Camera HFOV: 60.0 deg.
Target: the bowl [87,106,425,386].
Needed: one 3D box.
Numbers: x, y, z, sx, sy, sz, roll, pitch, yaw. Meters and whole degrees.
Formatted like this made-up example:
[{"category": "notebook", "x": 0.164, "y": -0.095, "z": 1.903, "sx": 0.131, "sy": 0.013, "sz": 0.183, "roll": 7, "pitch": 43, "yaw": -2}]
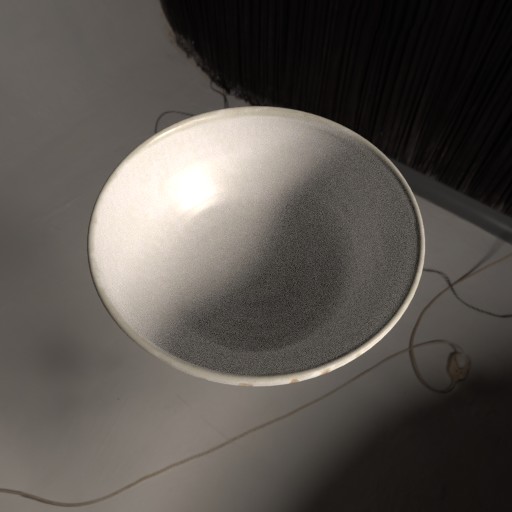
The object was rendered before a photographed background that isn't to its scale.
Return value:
[{"category": "bowl", "x": 0.000, "y": 0.000, "z": 0.407, "sx": 0.268, "sy": 0.121, "sz": 0.268, "roll": 0, "pitch": 58, "yaw": 0}]
